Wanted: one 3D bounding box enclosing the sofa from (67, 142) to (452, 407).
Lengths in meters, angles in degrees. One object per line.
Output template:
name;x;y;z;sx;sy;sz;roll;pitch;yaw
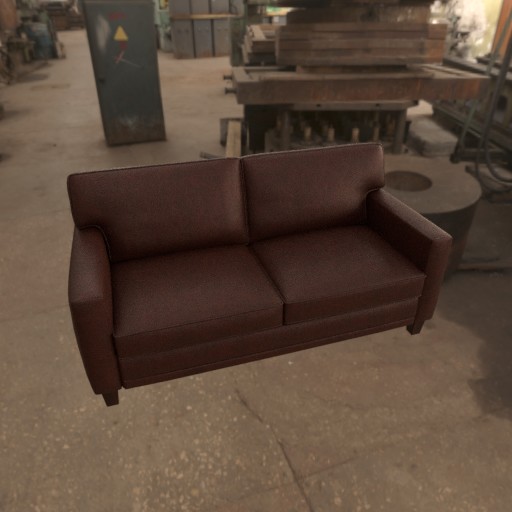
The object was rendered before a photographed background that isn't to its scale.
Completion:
sofa;0.000;0.000;2.409;1.876;0.928;0.912;-9;32;-15
